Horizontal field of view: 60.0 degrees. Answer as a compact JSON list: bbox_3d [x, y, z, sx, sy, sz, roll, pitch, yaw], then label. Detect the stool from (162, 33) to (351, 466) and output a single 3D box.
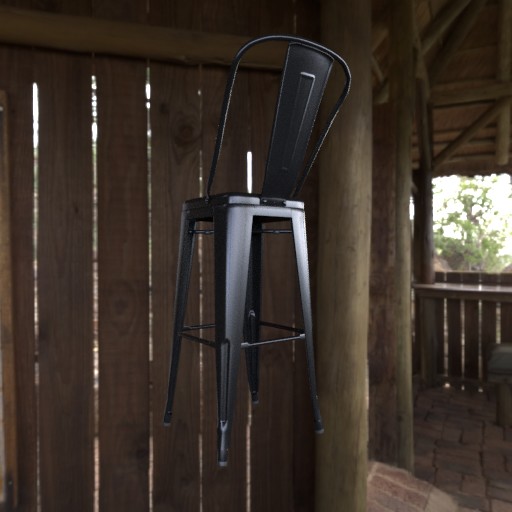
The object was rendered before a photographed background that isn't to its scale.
[{"bbox_3d":[0.000,0.000,1.334,0.399,1.096,0.513,0,1,-37],"label":"stool"}]
